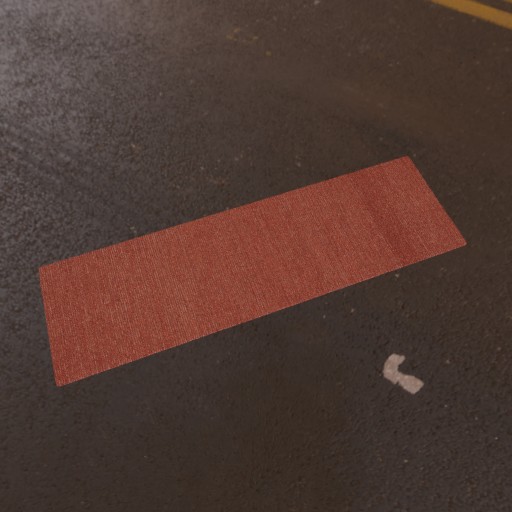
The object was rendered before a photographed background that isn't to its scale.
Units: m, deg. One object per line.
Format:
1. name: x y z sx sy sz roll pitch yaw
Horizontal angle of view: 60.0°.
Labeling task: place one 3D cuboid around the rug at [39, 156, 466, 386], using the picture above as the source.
1. rug: 0.000 0.000 2.480 2.307 0.012 0.687 -18 64 -9
